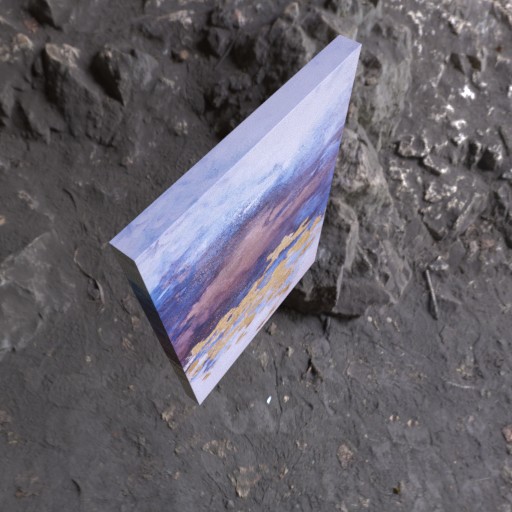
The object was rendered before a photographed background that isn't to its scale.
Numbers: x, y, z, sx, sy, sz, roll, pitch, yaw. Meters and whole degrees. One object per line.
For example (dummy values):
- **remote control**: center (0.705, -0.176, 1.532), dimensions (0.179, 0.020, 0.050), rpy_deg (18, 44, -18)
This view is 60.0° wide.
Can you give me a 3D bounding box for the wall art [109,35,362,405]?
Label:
- **wall art**: center (0.000, 0.000, 0.770), dimensions (0.036, 0.581, 0.437), rpy_deg (33, 64, 18)
